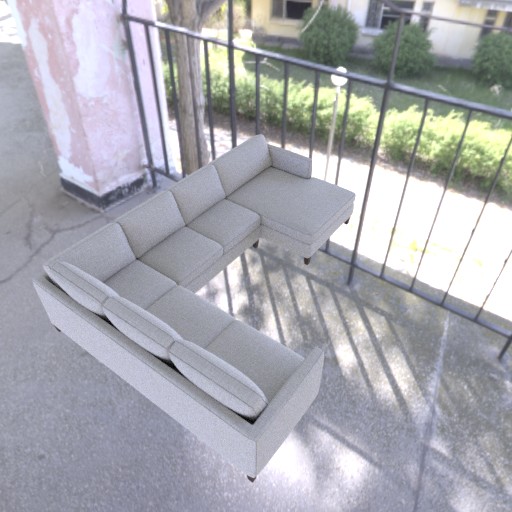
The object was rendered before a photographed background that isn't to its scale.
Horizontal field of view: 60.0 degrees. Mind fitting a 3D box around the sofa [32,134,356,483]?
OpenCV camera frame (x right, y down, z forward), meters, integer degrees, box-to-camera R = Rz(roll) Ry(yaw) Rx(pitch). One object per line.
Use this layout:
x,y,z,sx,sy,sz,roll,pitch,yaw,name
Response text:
0.000,0.000,4.559,2.551,0.889,3.403,26,47,27,sofa
